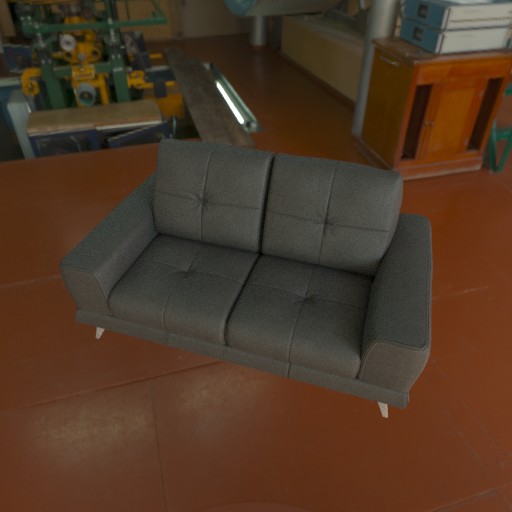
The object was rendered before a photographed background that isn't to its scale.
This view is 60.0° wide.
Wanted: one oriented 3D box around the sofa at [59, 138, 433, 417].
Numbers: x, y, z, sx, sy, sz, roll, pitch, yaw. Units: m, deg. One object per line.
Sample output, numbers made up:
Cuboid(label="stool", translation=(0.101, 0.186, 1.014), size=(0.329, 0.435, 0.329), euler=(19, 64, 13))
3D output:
Cuboid(label="sofa", translation=(0.000, 0.000, 2.395), size=(1.806, 0.907, 1.018), euler=(11, 41, 14))
